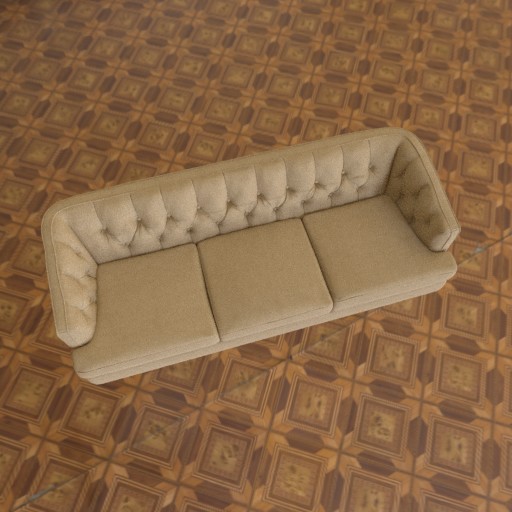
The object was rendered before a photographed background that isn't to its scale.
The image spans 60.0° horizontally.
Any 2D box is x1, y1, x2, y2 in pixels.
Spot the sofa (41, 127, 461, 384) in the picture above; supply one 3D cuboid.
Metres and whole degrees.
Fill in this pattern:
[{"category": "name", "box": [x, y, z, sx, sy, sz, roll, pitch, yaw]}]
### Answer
[{"category": "sofa", "box": [0.000, 0.000, 2.685, 2.235, 0.788, 0.913, -14, 65, -7]}]
